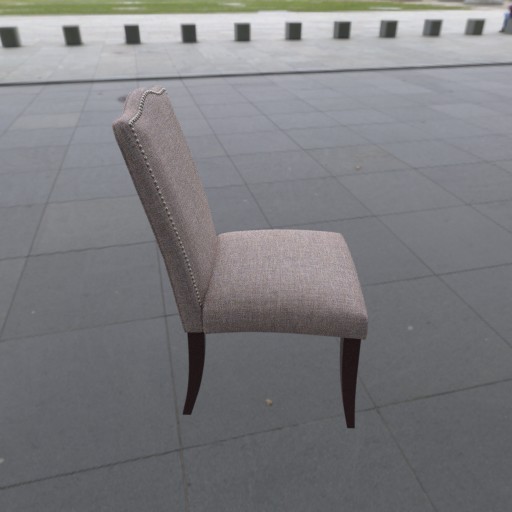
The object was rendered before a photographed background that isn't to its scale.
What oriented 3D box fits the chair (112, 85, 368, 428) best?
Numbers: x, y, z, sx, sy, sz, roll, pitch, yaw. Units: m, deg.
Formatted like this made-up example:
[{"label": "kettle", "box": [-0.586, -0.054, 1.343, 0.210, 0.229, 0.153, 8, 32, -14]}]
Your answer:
[{"label": "chair", "box": [0.000, 0.000, 1.419, 0.660, 1.016, 0.513, 1, 31, 1]}]
